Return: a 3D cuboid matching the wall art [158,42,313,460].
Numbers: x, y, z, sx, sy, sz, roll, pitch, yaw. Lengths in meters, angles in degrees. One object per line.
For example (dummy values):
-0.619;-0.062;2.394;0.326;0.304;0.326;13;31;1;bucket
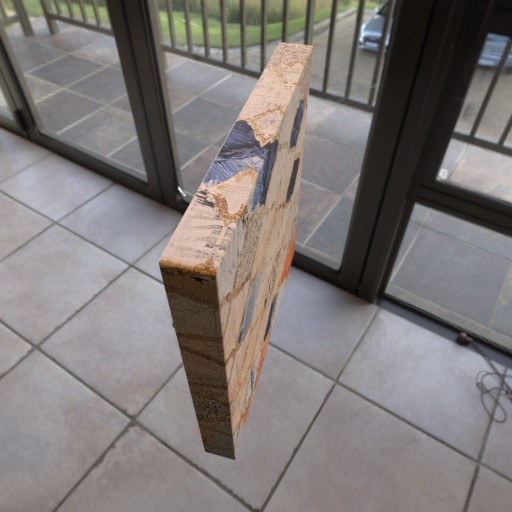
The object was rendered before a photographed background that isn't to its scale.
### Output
0.000;0.000;0.451;0.036;0.304;0.303;11;49;10;wall art
